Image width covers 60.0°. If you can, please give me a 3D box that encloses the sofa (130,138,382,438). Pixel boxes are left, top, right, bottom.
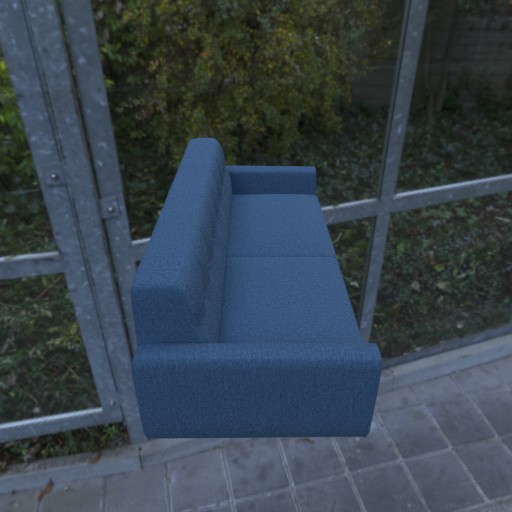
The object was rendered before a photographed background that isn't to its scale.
[{"bbox_3d":[0.000,0.000,2.557,0.942,0.884,2.055,0,31,0],"label":"sofa"}]
